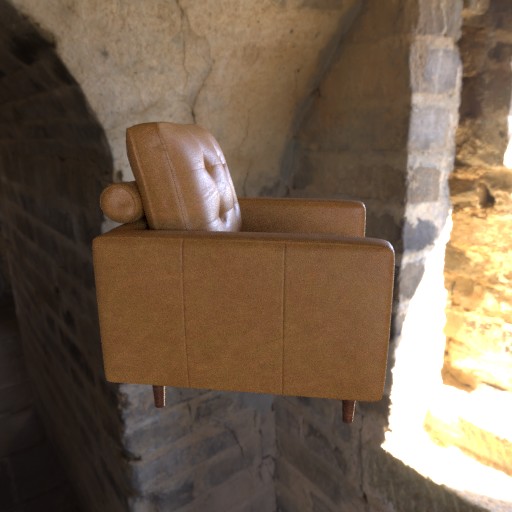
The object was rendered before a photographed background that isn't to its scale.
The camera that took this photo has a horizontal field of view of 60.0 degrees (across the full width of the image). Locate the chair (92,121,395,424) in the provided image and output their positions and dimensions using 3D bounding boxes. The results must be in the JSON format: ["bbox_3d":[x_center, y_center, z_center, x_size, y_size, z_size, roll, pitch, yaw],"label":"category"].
[{"bbox_3d":[0.000,0.000,1.555,0.868,0.896,0.831,2,15,7],"label":"chair"}]
